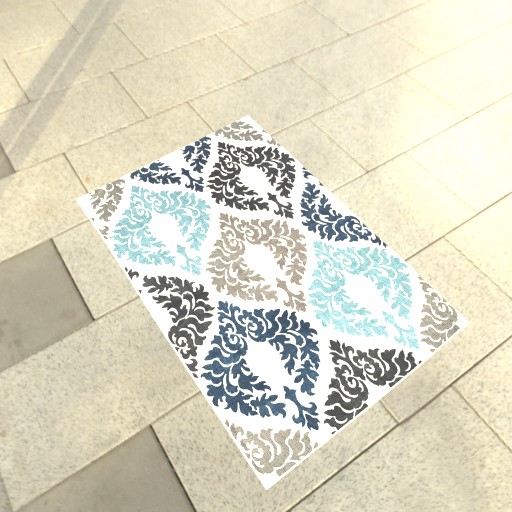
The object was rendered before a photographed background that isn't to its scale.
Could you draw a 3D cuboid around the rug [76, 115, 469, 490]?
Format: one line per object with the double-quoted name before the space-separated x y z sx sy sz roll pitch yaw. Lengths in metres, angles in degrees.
"rug" 0.000 0.000 2.897 1.514 0.014 2.275 -32 63 -18
